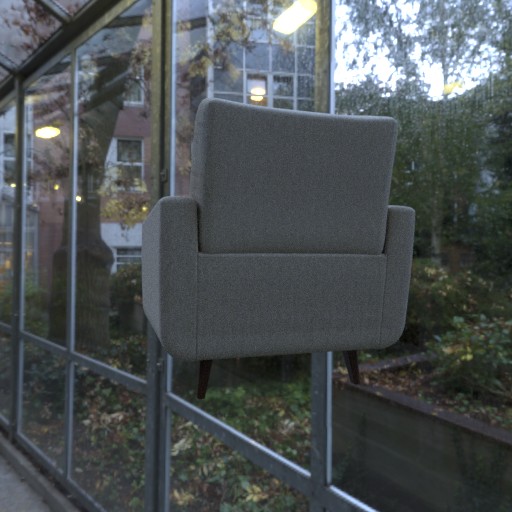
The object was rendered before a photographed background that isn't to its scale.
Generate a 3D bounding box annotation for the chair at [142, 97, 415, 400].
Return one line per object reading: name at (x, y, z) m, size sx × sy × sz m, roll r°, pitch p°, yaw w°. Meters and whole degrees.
chair at (0.000, 0.000, 1.882) m, size 0.897 × 0.965 × 1.128 m, roll 0°, pitch -1°, yaw -17°
